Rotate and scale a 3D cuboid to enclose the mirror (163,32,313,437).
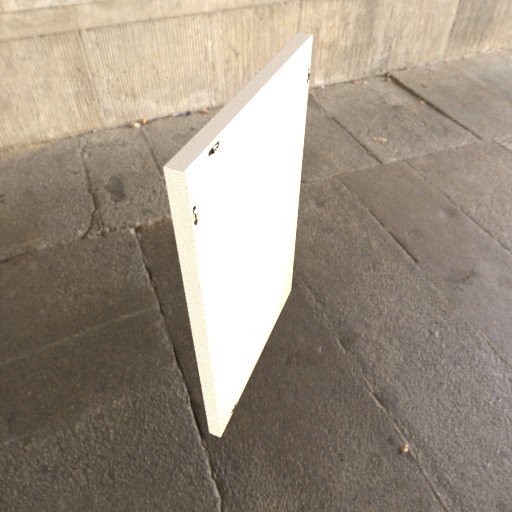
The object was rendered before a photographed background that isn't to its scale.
[{"bbox_3d":[0.000,0.000,1.165,0.041,0.915,0.609,17,47,16],"label":"mirror"}]
